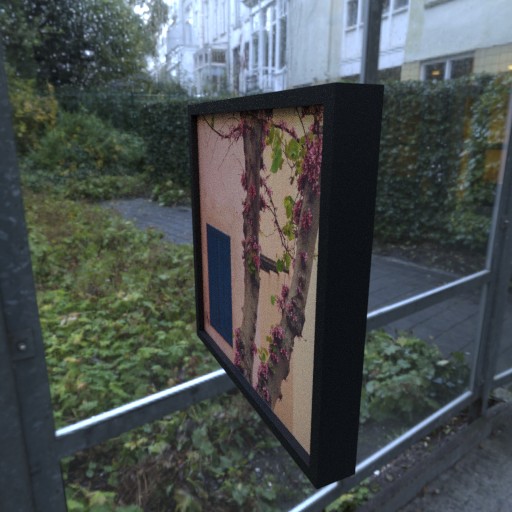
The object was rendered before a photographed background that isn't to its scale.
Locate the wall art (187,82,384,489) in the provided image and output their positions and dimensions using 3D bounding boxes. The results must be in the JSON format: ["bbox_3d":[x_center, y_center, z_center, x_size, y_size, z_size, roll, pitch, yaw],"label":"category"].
[{"bbox_3d":[0.000,0.000,0.451,0.038,0.304,0.305,-7,18,-24],"label":"wall art"}]
